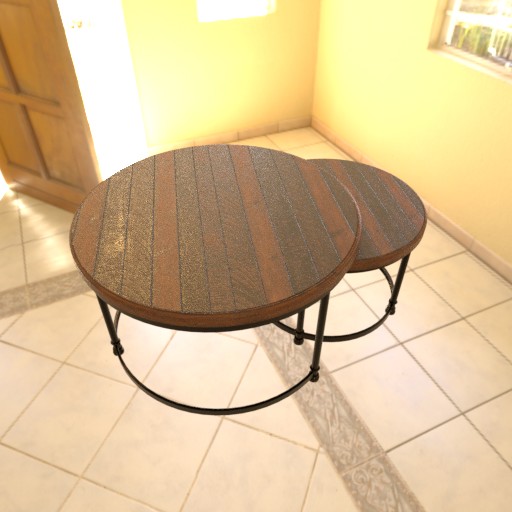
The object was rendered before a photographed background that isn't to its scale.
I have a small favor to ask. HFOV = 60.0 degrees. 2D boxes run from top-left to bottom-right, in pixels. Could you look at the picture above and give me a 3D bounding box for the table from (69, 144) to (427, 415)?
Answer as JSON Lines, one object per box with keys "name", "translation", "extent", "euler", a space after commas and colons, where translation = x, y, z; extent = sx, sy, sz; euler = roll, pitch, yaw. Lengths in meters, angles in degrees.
{"name": "table", "translation": [0.000, 0.000, 1.581], "extent": [1.152, 0.516, 0.870], "euler": [-24, 46, -25]}
